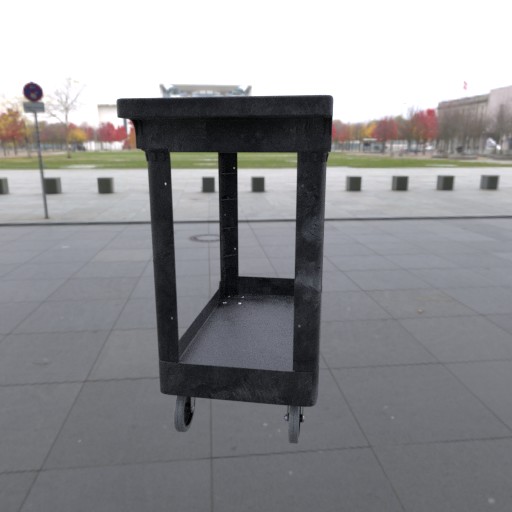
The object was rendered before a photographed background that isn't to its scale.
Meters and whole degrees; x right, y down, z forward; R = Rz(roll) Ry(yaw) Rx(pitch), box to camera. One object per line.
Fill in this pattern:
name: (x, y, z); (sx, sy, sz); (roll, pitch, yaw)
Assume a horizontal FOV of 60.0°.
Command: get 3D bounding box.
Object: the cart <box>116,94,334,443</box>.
cart: (0.000, 0.000, 1.336); (0.420, 0.824, 0.877); (2, 14, 9)
